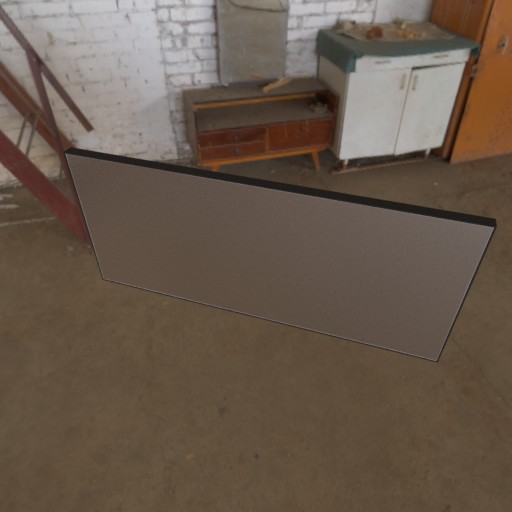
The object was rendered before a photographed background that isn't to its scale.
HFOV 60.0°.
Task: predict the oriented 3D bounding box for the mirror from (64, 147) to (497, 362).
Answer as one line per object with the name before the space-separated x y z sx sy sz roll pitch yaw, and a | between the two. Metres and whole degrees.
mirror | 0.000 0.000 1.798 1.584 0.692 0.047 12 42 14
